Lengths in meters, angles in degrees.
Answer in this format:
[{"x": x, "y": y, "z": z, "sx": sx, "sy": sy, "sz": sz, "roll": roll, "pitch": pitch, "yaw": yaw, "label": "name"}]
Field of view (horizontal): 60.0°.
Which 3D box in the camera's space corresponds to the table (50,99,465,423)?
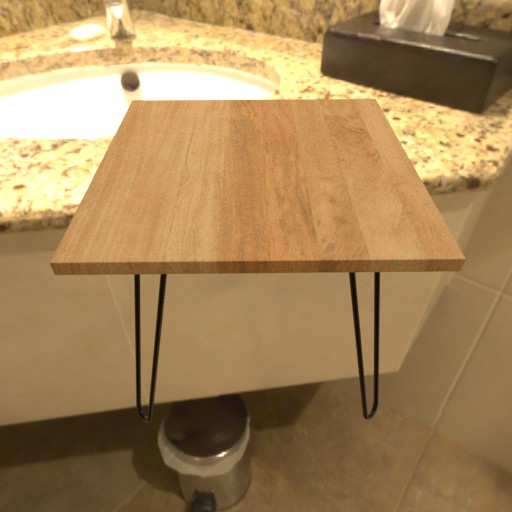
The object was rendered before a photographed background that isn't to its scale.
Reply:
[{"x": 0.000, "y": 0.000, "z": 1.025, "sx": 0.599, "sy": 0.500, "sz": 0.599, "roll": -1, "pitch": 41, "yaw": -1, "label": "table"}]
